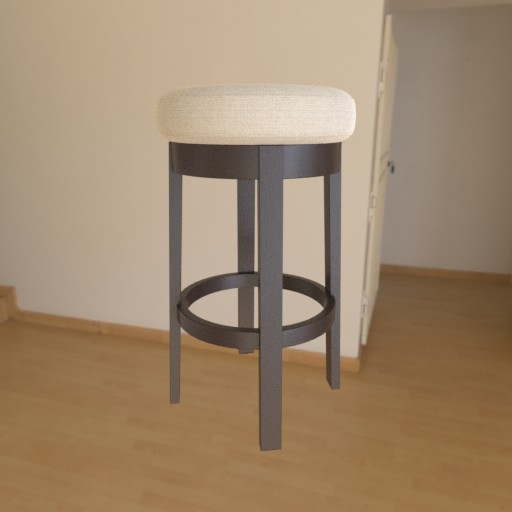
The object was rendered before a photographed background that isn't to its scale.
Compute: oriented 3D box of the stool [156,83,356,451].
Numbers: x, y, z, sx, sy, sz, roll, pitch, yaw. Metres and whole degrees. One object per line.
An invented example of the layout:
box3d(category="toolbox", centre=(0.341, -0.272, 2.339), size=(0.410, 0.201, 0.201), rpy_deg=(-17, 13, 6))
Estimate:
box3d(category="stool", centre=(0.000, 0.000, 1.064), size=(0.446, 0.758, 0.446), rpy_deg=(0, 17, 0))
